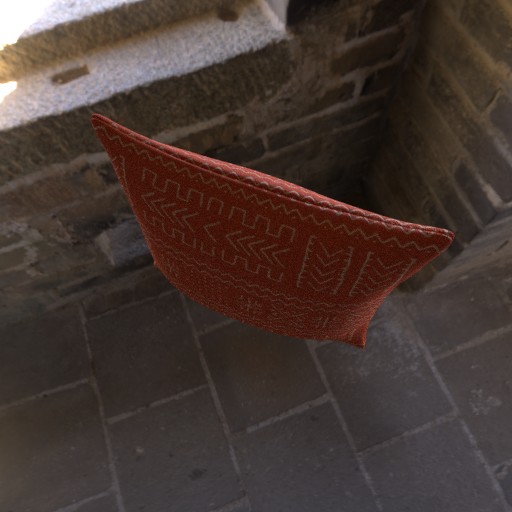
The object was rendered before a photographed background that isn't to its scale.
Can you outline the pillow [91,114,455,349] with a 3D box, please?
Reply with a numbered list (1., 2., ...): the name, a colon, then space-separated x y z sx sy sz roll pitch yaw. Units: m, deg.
1. pillow: 0.000 0.000 0.673 0.438 0.429 0.164 21 66 10
